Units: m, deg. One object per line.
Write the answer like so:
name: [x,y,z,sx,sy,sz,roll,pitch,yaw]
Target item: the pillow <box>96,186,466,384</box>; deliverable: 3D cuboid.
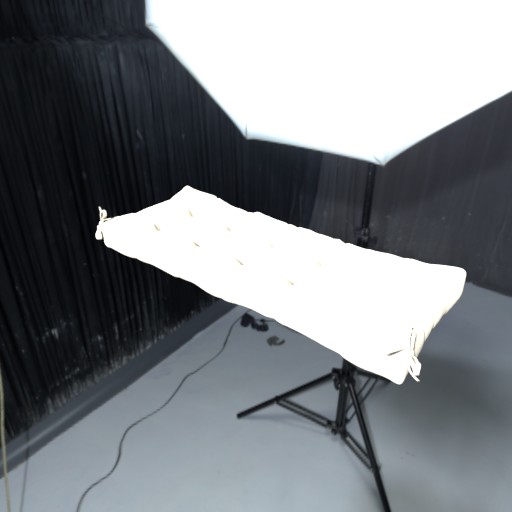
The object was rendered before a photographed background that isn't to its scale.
pillow: [0.000,0.000,1.398,1.194,0.174,0.511,21,35,32]
